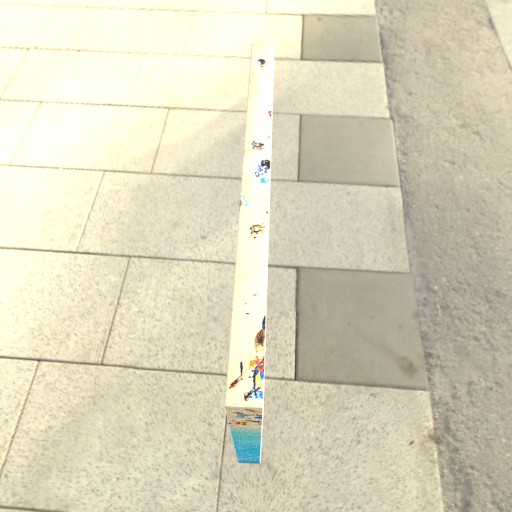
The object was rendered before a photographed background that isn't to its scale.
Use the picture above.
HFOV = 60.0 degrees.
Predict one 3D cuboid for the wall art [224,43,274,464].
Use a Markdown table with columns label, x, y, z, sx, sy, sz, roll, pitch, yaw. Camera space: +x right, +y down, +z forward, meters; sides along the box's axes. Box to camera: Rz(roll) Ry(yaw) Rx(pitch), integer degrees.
| label | x | y | z | sx | sy | sz | roll | pitch | yaw |
| --- | --- | --- | --- | --- | --- | --- | --- | --- | --- |
| wall art | 0.000 | 0.000 | 1.132 | 0.057 | 0.595 | 0.894 | 2 | 58 | 1 |
